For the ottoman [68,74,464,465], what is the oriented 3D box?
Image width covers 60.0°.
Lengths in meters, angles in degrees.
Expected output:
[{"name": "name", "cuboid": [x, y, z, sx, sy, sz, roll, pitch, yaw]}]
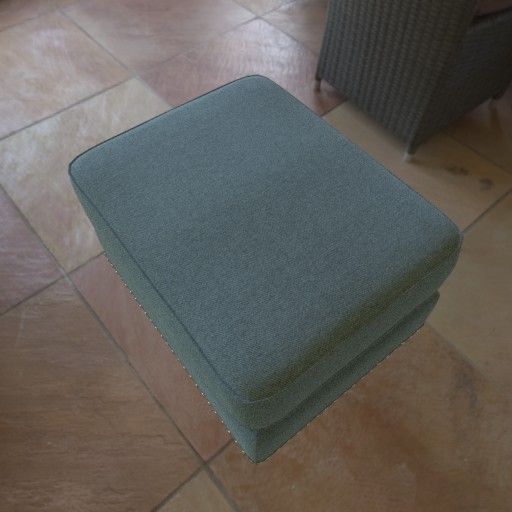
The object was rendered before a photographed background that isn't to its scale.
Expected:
[{"name": "ottoman", "cuboid": [0.000, 0.000, 1.109, 0.589, 0.537, 0.738, -33, 63, -20]}]
